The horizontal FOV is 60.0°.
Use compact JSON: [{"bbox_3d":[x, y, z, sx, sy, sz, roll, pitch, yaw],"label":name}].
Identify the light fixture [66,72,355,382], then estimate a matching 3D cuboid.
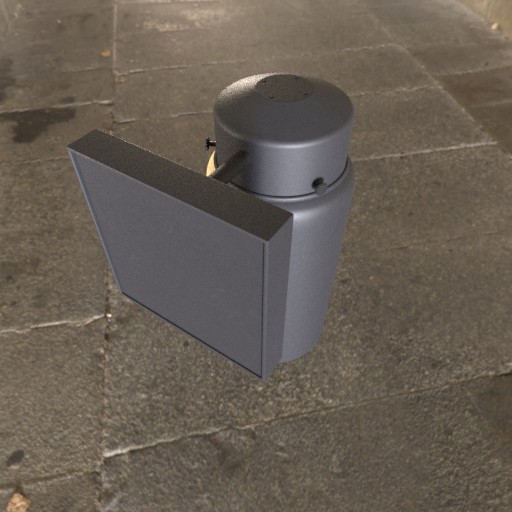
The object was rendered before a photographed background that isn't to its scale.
[{"bbox_3d":[0.000,0.000,0.357,0.130,0.257,0.176,26,53,22],"label":"light fixture"}]
